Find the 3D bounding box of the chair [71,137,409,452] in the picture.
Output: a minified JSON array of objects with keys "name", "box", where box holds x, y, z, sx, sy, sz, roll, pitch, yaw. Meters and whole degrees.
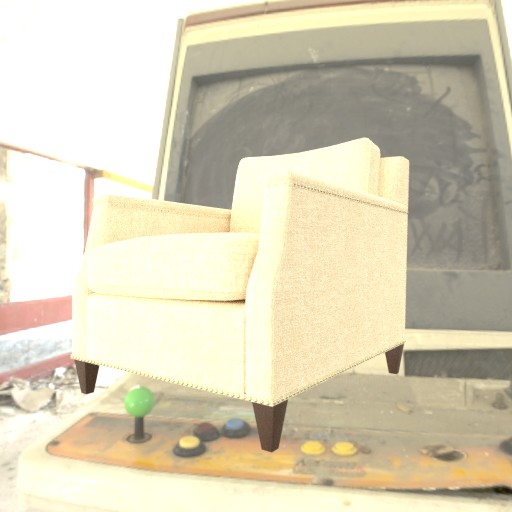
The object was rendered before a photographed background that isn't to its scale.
[{"name":"chair","box":[0.000,0.000,1.676,0.838,0.940,1.041,0,0,36]}]
